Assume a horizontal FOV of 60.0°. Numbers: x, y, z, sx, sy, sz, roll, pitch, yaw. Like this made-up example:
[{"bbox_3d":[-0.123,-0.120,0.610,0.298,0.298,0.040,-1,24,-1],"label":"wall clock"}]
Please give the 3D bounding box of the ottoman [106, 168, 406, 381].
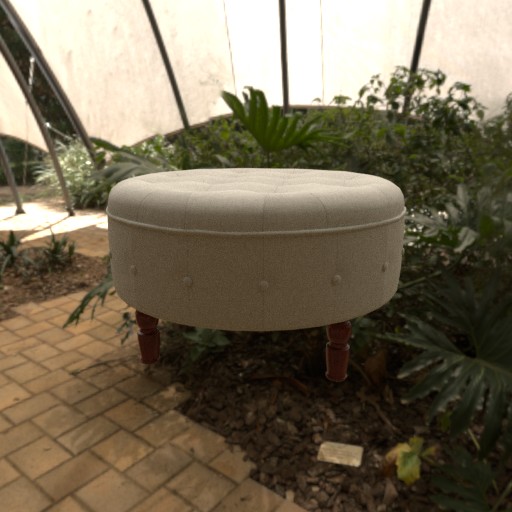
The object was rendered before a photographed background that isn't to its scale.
[{"bbox_3d":[0.000,0.000,1.361,0.850,0.483,0.850,0,16,0],"label":"ottoman"}]
